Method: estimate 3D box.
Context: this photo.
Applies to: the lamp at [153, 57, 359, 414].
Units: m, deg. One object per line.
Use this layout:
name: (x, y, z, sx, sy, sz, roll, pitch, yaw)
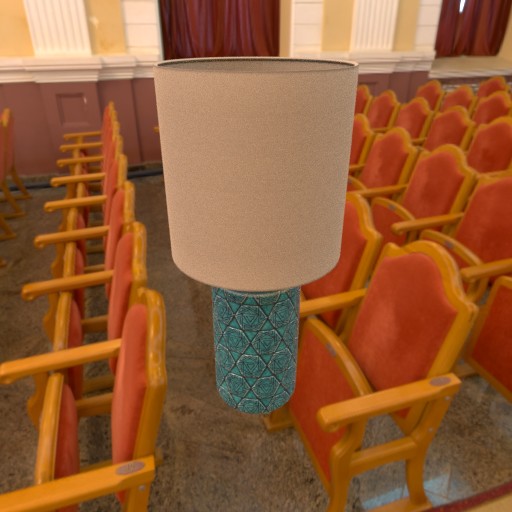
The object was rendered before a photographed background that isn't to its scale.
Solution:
lamp: (0.000, 0.000, 0.745, 0.278, 0.597, 0.278, -8, 28, -15)
